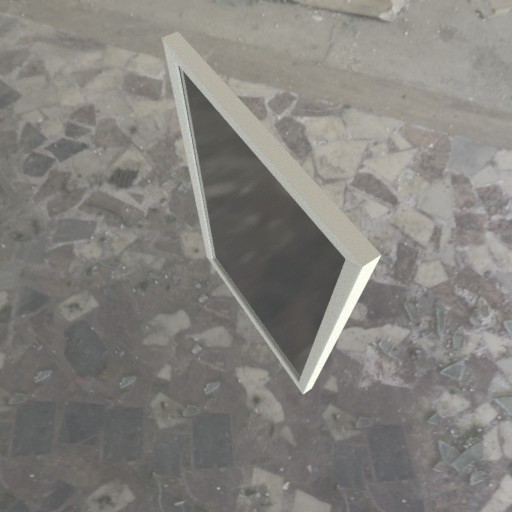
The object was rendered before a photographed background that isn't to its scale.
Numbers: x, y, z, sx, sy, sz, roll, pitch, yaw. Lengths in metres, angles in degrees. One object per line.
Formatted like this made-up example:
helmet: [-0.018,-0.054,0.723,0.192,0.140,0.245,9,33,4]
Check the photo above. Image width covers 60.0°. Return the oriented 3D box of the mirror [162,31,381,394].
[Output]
mirror: [0.000,0.000,1.161,0.041,0.914,0.609,-30,66,-15]
